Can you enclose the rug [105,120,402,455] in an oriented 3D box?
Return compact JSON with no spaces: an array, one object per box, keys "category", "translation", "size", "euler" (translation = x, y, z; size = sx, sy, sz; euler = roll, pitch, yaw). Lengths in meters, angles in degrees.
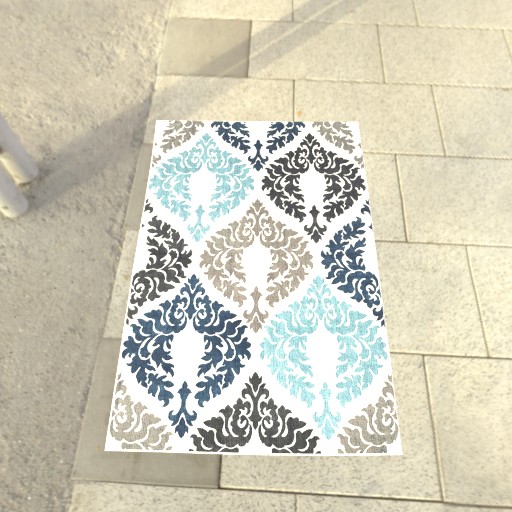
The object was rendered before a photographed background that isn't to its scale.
[{"category":"rug","translation":[0.000,0.000,2.775],"size":[1.514,0.014,2.275],"euler":[0,62,0]}]
